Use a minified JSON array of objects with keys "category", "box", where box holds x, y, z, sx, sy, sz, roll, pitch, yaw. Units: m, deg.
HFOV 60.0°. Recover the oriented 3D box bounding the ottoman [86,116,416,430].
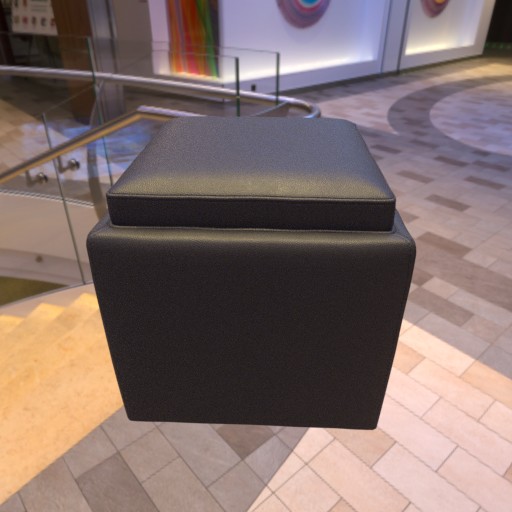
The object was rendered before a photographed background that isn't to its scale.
[{"category":"ottoman","box":[0.000,0.000,0.840,0.451,0.460,0.450,1,31,2]}]
